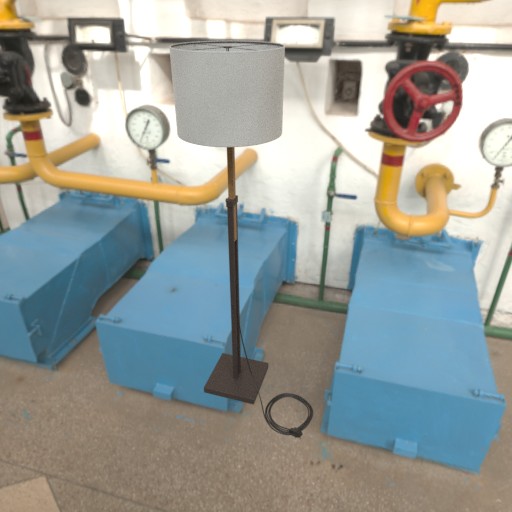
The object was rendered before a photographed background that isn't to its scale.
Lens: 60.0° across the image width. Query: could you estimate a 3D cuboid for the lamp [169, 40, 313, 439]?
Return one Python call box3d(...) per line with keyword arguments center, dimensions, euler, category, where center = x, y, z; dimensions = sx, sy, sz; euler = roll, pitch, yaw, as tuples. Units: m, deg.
box3d(center=(0.000, 0.000, 1.929), dimensions=(0.639, 1.650, 0.474), euler=(9, 31, 15), category="lamp")
